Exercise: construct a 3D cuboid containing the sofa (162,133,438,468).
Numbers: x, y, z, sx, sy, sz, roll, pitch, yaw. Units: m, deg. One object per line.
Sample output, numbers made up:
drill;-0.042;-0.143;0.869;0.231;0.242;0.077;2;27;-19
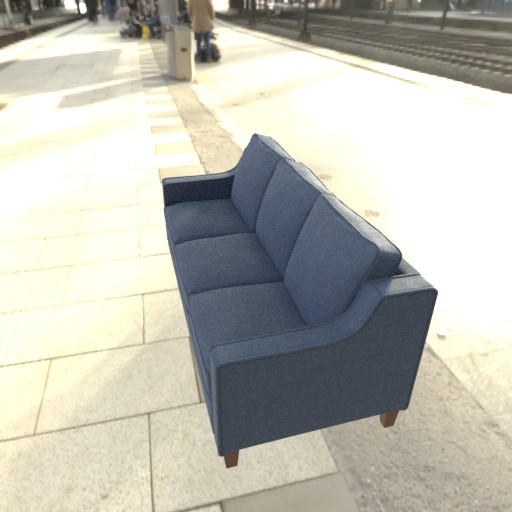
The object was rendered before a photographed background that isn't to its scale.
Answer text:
sofa;0.000;0.000;2.592;0.911;0.974;1.986;-8;31;-14
